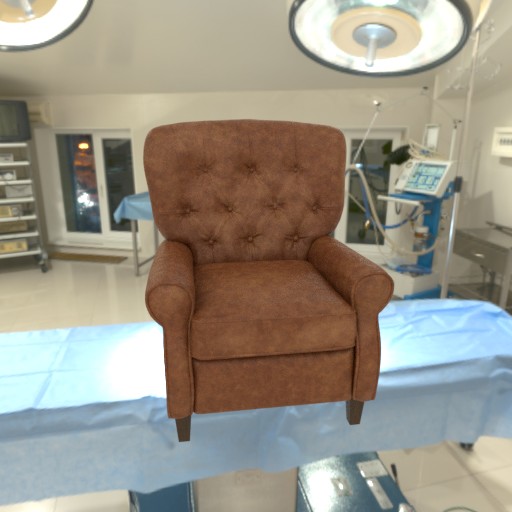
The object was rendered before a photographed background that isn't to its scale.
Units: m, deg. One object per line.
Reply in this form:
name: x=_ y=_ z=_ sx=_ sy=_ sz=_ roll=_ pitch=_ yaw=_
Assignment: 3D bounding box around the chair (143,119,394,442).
chair: x=0.000 y=0.000 z=1.950 sx=0.951 sy=1.164 sz=1.059 roll=-2 pitch=16 yaw=-8
